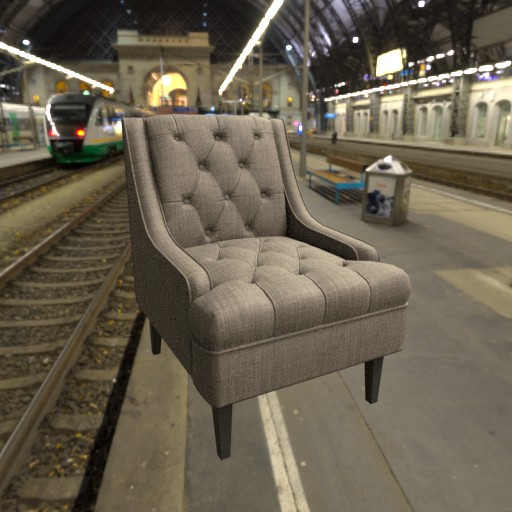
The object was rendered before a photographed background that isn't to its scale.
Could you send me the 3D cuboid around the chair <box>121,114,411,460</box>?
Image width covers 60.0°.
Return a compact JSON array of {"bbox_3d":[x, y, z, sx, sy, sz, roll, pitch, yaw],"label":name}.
[{"bbox_3d":[0.000,0.000,1.441,0.655,0.891,0.771,-9,18,-27],"label":"chair"}]
